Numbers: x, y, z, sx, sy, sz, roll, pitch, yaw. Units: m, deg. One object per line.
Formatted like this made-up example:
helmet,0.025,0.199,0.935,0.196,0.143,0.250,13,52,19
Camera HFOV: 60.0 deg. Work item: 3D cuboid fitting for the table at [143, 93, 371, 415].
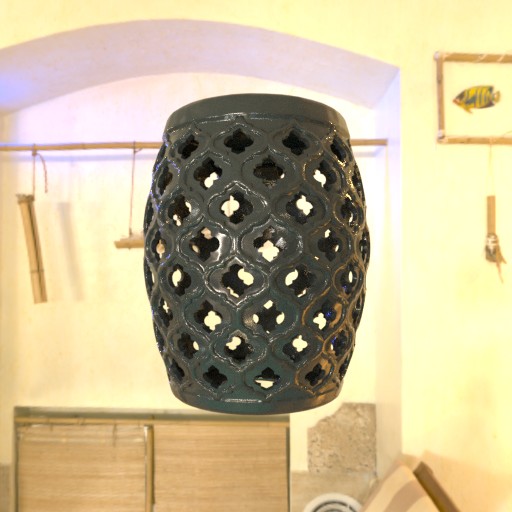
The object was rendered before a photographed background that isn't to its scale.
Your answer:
table,0.000,0.000,0.652,0.325,0.388,0.325,0,-1,0
